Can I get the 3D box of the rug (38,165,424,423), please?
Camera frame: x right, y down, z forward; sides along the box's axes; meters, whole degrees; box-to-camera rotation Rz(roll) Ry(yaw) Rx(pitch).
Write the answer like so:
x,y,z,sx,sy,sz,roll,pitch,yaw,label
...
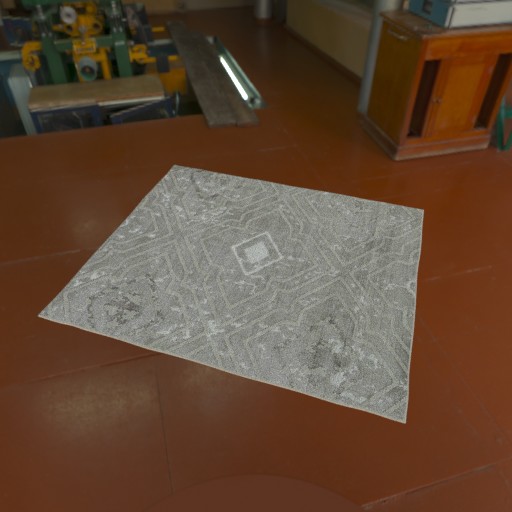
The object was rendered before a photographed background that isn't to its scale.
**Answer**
x,y,z,sx,sy,sz,roll,pitch,yaw,label
0.000,0.000,0.907,0.639,0.006,0.548,13,44,13,rug
